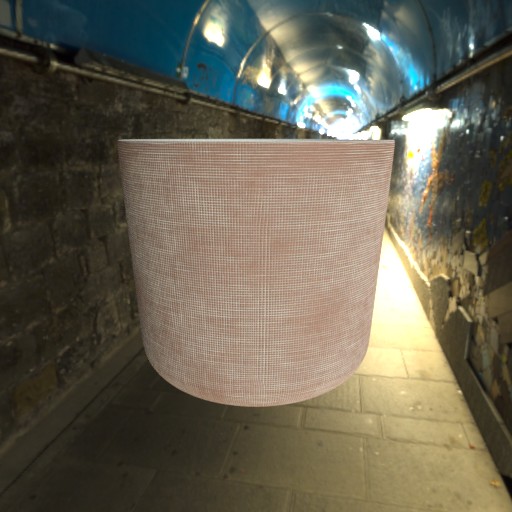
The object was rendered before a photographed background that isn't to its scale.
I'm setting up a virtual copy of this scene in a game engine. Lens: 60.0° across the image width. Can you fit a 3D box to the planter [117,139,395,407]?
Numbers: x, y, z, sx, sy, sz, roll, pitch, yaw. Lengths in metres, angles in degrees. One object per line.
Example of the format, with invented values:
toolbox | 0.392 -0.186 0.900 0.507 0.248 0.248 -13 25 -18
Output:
planter | 0.000 0.000 0.785 0.440 0.398 0.440 0 15 0
